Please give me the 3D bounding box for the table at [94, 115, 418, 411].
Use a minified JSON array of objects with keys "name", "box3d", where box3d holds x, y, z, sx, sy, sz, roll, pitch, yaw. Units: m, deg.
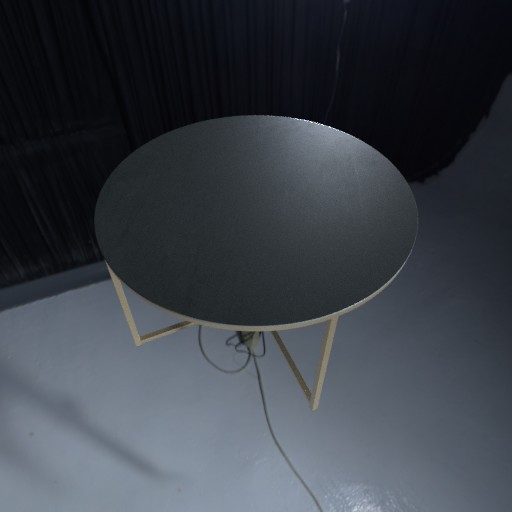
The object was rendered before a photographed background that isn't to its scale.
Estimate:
[{"name":"table","box3d":[0.000,0.000,1.292,0.800,0.450,0.800,0,46,0]}]
